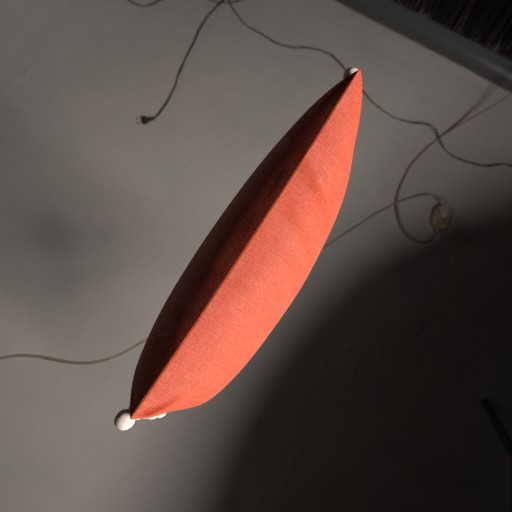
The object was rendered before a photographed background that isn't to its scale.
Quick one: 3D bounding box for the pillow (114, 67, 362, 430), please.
[{"bbox_3d":[0.000,0.000,0.821,0.201,0.322,0.709,31,78,8],"label":"pillow"}]
